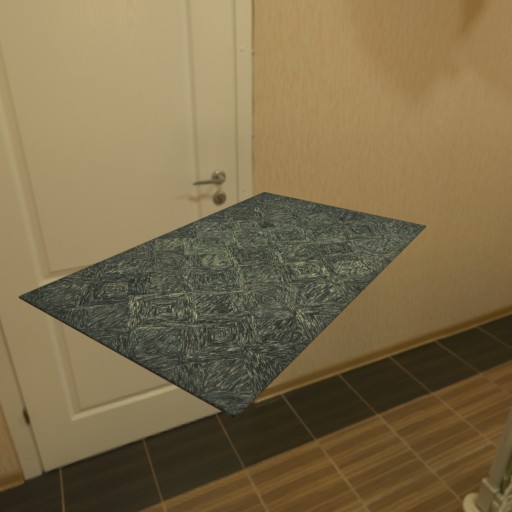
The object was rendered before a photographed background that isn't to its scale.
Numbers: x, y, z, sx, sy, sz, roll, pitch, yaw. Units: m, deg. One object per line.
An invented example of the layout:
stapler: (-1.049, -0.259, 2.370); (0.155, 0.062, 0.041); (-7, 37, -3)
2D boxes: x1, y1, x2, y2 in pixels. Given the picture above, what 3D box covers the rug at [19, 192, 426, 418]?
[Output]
rug: (0.000, 0.000, 2.852); (1.478, 0.017, 2.330); (17, 30, 32)
